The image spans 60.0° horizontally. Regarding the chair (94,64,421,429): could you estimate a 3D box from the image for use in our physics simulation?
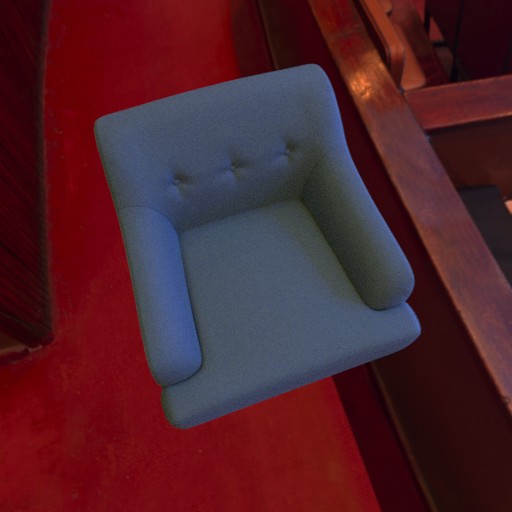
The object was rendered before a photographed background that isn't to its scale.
[{"bbox_3d":[0.000,0.000,1.652,0.946,0.818,0.951,-18,65,-9],"label":"chair"}]
